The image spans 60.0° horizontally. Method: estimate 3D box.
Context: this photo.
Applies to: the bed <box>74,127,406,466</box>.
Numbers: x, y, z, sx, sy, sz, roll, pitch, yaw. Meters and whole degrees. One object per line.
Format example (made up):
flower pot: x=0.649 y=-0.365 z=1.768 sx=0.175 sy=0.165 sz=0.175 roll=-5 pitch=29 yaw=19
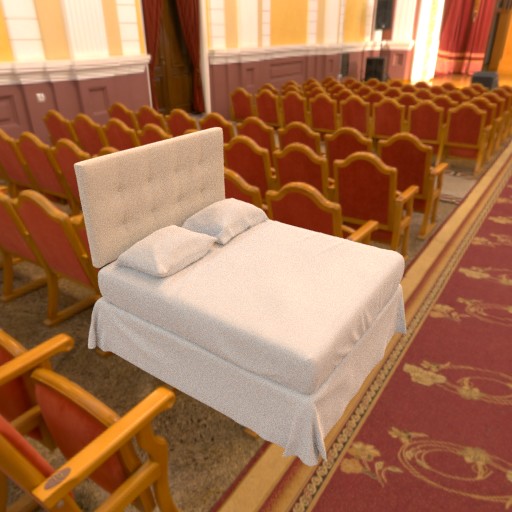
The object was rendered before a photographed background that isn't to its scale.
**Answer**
bed: x=0.000 y=0.000 z=3.587 sx=2.222 sy=1.577 sz=1.936 roll=17 pitch=32 yaw=30
